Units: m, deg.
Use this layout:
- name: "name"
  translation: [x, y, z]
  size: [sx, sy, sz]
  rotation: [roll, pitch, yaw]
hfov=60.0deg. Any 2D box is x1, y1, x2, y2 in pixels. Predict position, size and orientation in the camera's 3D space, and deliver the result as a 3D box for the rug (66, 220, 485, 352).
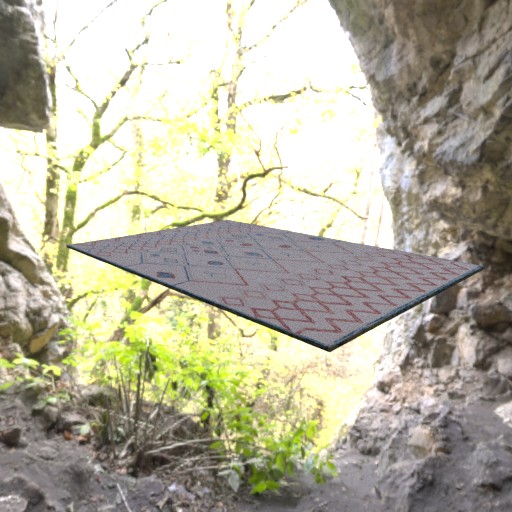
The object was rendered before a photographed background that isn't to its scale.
- name: "rug"
  translation: [0.000, 0.000, 2.295]
  size: [1.219, 0.016, 1.829]
  rotation: [-14, 20, -43]
